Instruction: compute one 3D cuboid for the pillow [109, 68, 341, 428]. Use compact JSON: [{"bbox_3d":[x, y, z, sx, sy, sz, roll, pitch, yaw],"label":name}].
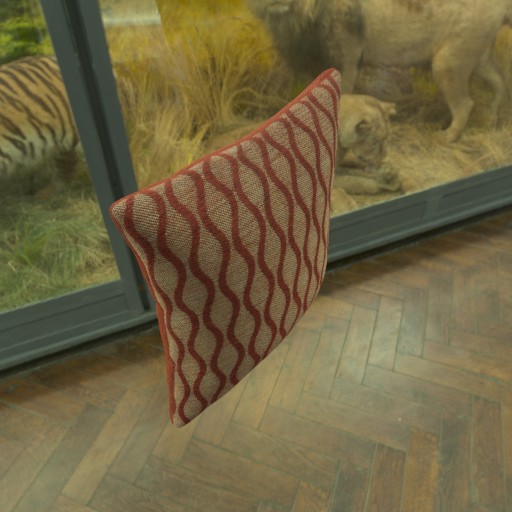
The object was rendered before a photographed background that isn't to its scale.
[{"bbox_3d":[0.000,0.000,0.670,0.159,0.434,0.429,25,48,25],"label":"pillow"}]
